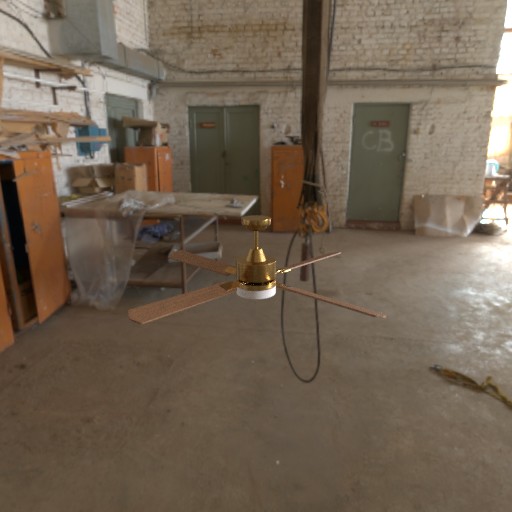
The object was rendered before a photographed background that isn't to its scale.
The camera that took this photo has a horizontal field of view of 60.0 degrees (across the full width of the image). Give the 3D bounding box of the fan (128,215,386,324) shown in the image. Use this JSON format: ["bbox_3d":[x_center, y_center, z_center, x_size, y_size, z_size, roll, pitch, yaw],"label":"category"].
[{"bbox_3d":[0.000,0.000,2.040,1.320,0.355,1.320,14,21,42],"label":"fan"}]
